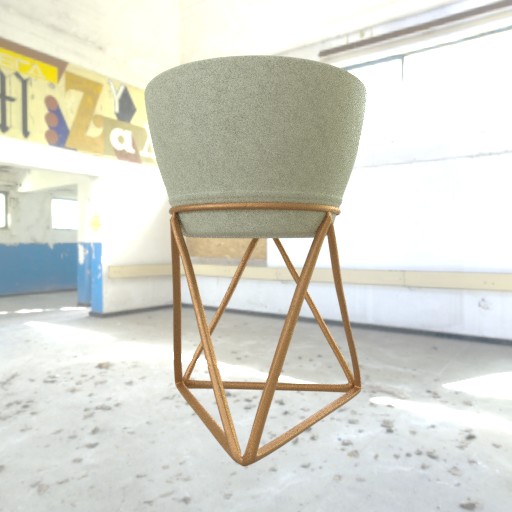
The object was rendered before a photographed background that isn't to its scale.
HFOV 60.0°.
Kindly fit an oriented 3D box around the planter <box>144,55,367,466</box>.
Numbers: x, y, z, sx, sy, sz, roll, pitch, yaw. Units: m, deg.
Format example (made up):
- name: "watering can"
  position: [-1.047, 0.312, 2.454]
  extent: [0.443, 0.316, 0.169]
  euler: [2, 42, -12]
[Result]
- name: "planter"
  position: [0.000, 0.000, 0.725]
  extent: [0.350, 0.504, 0.350]
  euler: [1, 2, 36]
